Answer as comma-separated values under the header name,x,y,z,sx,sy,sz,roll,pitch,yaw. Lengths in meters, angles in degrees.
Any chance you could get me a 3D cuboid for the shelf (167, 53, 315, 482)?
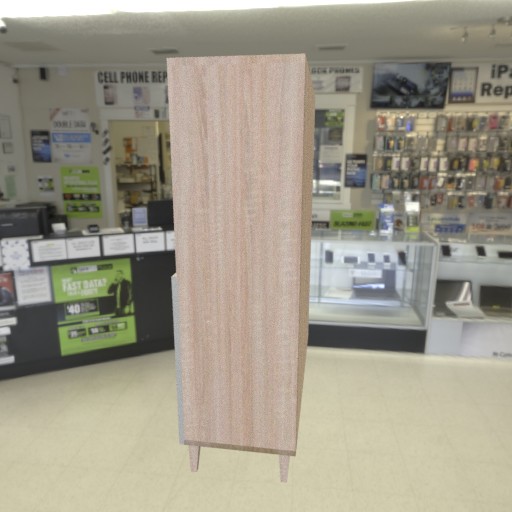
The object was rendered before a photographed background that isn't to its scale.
name,x,y,z,sx,sy,sz,roll,pitch,yaw
shelf,0.000,0.000,1.894,0.434,1.405,0.995,2,14,9
